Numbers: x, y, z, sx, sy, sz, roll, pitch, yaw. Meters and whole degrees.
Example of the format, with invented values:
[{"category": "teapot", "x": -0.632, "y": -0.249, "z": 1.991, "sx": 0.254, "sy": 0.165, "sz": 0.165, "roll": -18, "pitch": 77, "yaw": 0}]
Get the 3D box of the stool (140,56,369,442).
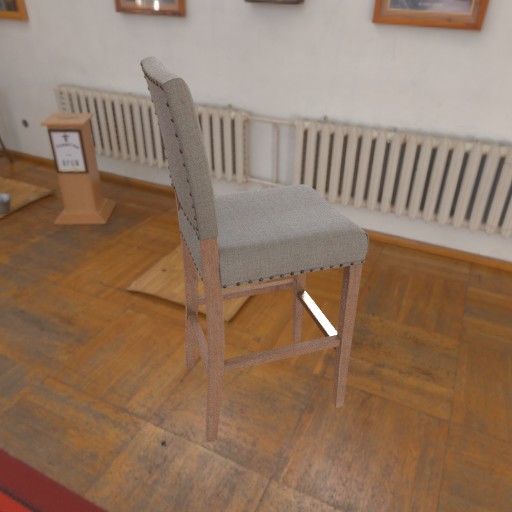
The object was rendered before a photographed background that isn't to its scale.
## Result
[{"category": "stool", "x": 0.000, "y": 0.000, "z": 1.488, "sx": 0.585, "sy": 1.203, "sz": 0.445, "roll": -10, "pitch": 32, "yaw": -16}]
